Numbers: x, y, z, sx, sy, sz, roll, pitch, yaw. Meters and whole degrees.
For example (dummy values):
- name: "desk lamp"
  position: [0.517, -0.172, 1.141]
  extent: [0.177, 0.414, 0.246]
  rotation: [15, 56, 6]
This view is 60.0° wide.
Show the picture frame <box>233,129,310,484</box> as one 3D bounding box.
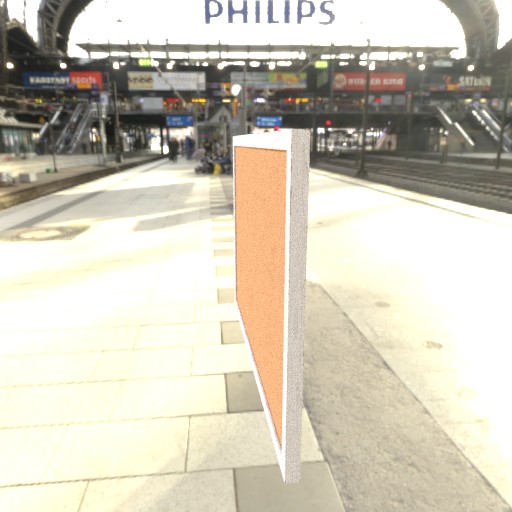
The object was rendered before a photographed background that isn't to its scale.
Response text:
- name: "picture frame"
  position: [0.000, 0.000, 1.207]
  extent: [0.029, 0.640, 0.950]
  rotation: [-2, 15, -8]
